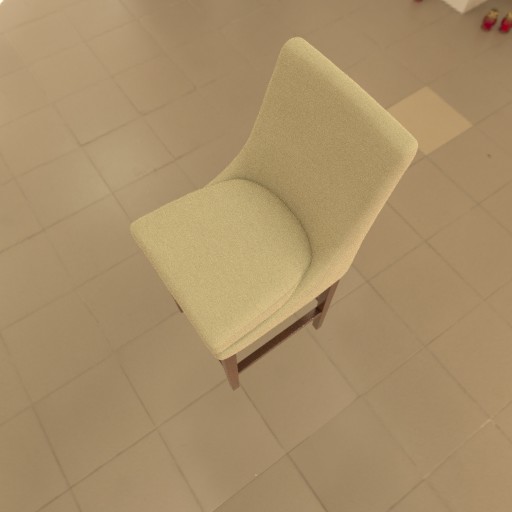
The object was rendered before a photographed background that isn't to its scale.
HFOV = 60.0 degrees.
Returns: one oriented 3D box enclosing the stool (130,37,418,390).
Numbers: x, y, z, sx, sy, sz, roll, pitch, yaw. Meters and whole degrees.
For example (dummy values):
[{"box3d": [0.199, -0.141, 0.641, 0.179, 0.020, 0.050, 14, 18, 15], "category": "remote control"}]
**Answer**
[{"box3d": [0.000, 0.000, 1.380, 0.577, 1.078, 0.470, -33, 68, -15], "category": "stool"}]
